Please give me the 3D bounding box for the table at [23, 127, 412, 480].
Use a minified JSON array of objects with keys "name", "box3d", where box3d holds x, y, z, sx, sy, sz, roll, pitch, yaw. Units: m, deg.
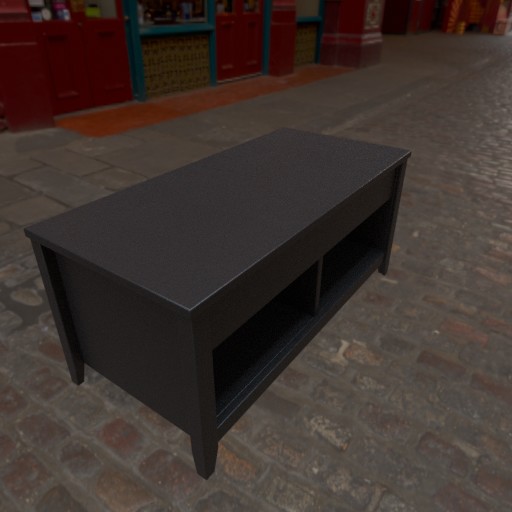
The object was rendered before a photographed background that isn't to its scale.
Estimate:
[{"name":"table","box3d":[0.000,0.000,1.286,0.483,0.457,1.016,20,36,30]}]
